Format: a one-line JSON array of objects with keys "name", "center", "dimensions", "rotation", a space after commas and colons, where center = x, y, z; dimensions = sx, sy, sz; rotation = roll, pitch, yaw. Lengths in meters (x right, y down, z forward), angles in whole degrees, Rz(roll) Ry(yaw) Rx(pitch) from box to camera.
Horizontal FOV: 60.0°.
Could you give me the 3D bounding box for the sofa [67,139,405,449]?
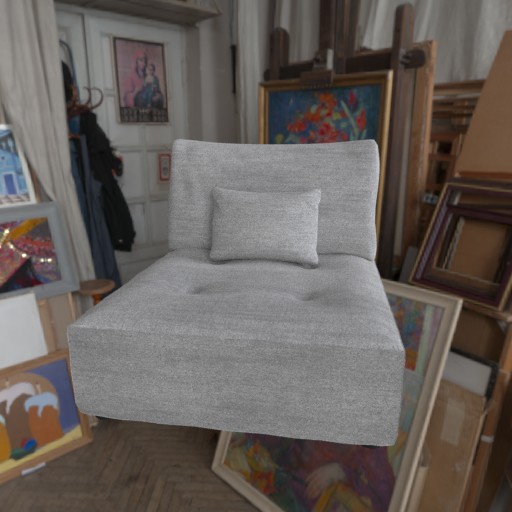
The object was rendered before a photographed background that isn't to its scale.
[{"name": "sofa", "center": [0.000, 0.000, 1.629], "dimensions": [0.930, 0.820, 1.000], "rotation": [2, 16, 9]}]
